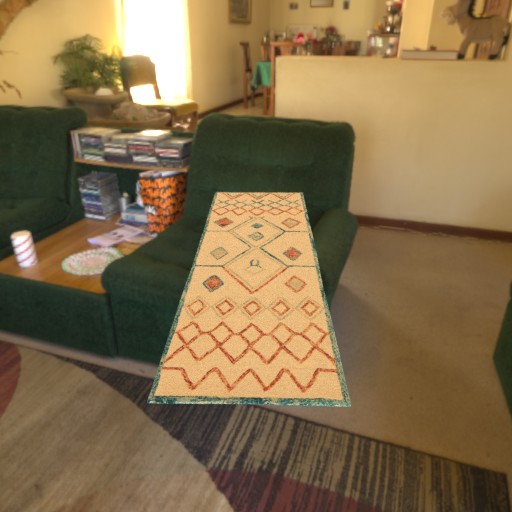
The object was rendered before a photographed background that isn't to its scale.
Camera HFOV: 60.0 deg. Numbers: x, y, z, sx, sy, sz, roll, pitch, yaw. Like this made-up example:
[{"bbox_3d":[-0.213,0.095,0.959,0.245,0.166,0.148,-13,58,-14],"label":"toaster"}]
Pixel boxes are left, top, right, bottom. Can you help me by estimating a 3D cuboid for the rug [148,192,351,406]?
[{"bbox_3d":[0.000,0.000,2.716,0.750,0.011,2.435,1,27,1],"label":"rug"}]
